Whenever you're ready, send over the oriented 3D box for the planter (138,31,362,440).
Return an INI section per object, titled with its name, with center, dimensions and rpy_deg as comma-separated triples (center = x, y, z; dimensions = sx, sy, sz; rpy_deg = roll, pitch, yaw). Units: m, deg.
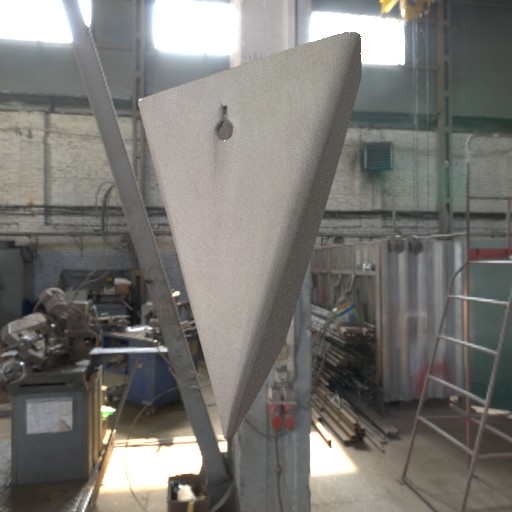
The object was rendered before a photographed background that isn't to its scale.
[planter]
center = 0.000, 0.000, 0.259
dimensions = 0.150, 0.197, 0.060
rpy_deg = -1, -1, 36
